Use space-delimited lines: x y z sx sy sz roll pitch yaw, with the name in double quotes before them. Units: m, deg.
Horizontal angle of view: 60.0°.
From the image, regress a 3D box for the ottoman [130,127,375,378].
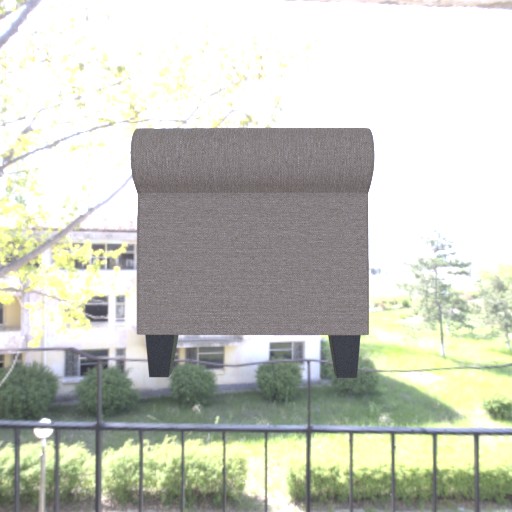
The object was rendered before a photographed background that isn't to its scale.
"ottoman" 0.000 0.000 1.529 0.521 0.547 1.256 0 -1 1
